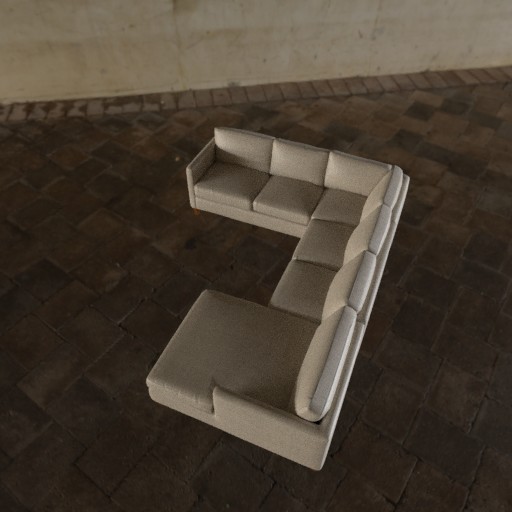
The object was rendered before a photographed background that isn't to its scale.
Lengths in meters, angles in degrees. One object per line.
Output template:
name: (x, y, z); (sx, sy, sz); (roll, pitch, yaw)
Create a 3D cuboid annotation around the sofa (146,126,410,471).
sofa: (0.000, 0.000, 4.724); (2.594, 0.961, 3.460); (17, 48, 16)
